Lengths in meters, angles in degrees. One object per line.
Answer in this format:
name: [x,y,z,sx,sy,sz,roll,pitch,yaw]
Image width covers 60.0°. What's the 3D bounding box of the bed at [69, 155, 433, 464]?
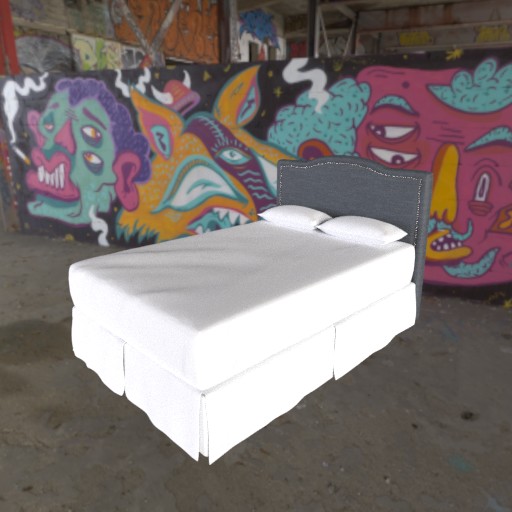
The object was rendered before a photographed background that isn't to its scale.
bed: [0.000,0.000,3.541,2.507,1.441,1.747,-16,24,-42]
